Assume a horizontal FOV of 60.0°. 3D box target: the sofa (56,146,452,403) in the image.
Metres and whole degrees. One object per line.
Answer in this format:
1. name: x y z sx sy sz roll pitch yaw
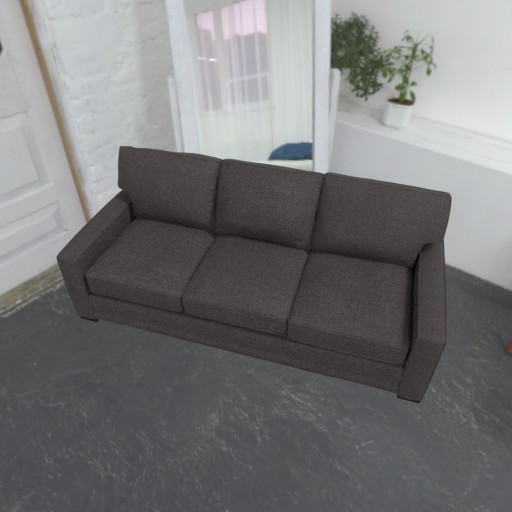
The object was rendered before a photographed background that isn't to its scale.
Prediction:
1. sofa: 0.000 0.000 2.958 2.369 0.978 1.004 11 42 13
